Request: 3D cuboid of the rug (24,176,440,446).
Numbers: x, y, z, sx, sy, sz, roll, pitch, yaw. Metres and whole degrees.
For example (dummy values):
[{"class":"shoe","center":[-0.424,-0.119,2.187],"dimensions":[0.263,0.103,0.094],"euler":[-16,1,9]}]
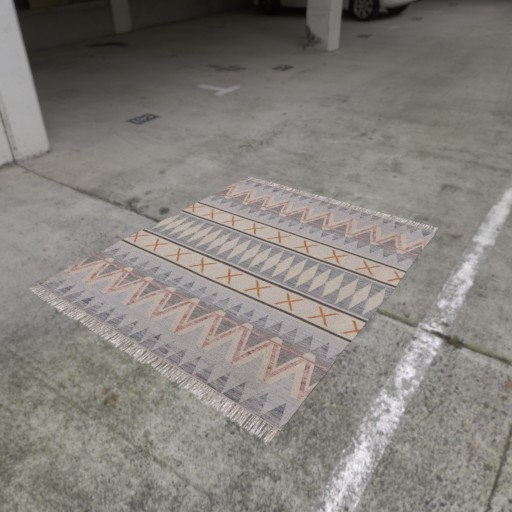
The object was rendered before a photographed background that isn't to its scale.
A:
[{"class":"rug","center":[0.000,0.000,3.945],"dimensions":[2.371,0.012,3.000],"euler":[21,38,30]}]
